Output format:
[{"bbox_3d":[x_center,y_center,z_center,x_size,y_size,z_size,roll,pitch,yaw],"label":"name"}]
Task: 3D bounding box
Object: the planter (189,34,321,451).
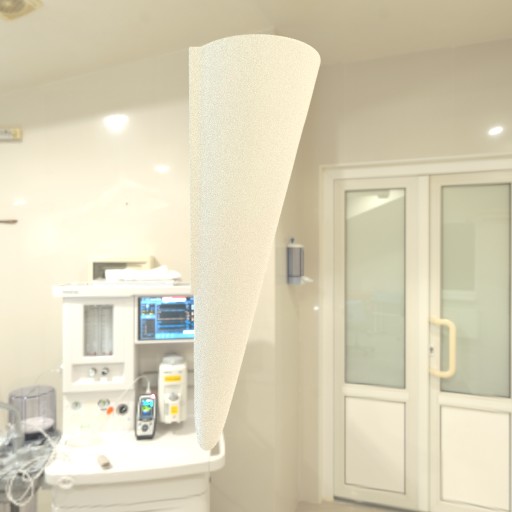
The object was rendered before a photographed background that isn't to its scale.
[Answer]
[{"bbox_3d":[0.000,0.000,0.221,0.064,0.193,0.057,0,0,-1],"label":"planter"}]
